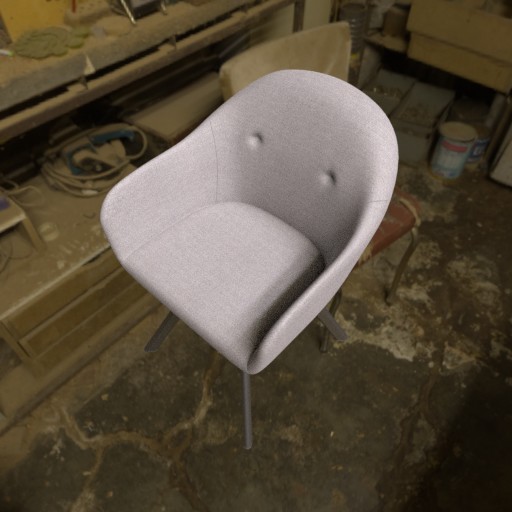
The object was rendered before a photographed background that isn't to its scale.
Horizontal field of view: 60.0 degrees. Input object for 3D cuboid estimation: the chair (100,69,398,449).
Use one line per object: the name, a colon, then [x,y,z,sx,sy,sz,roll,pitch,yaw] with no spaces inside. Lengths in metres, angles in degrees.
chair: [0.000,0.000,1.163,0.540,0.780,0.570,34,57,27]
